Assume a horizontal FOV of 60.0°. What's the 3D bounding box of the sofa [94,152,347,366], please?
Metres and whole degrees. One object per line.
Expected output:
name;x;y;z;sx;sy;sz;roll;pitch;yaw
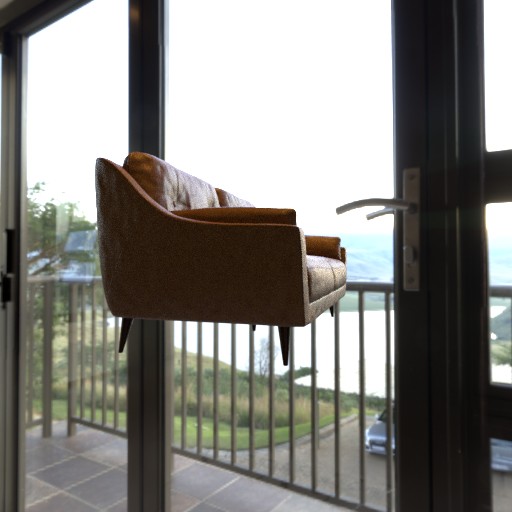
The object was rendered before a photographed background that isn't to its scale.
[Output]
sofa;0.000;0.000;2.480;0.904;0.839;1.902;0;-1;16
